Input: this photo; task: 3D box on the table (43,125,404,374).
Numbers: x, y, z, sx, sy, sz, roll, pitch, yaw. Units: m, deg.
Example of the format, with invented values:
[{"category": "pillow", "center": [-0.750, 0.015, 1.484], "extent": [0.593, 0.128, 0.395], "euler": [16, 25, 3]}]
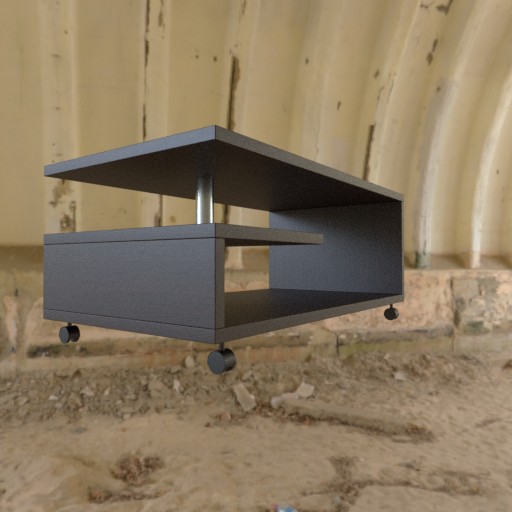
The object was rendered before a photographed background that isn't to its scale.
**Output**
[{"category": "table", "center": [0.000, 0.000, 1.391], "extent": [0.590, 0.460, 1.050], "euler": [0, -1, 36]}]
